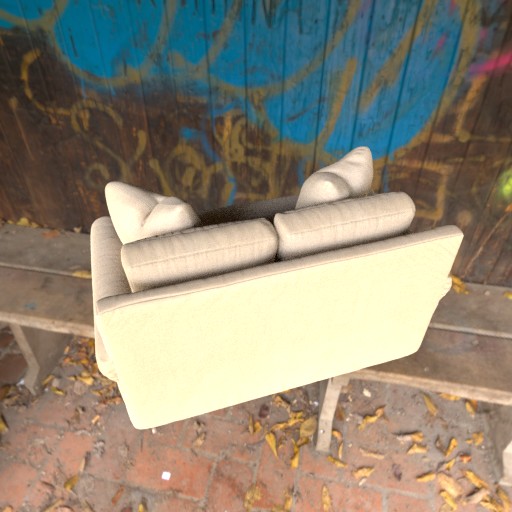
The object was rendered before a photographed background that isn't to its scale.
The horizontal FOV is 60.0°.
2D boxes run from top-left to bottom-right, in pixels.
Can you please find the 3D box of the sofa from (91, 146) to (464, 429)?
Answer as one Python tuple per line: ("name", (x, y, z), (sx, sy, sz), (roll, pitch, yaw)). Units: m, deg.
("sofa", (0.000, 0.000, 2.210), (1.550, 0.905, 1.070), (-12, 43, -13))
